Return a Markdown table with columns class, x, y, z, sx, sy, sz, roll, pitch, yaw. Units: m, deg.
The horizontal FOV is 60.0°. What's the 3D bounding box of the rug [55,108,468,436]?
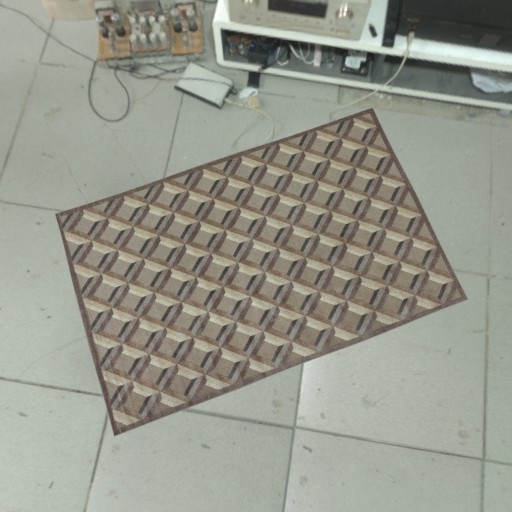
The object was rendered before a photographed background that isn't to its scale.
| class | x | y | z | sx | sy | sz | roll | pitch | yaw |
| --- | --- | --- | --- | --- | --- | --- | --- | --- | --- |
| rug | 0.000 | 0.000 | 2.073 | 1.677 | 0.011 | 1.066 | -20 | 76 | -5 |
